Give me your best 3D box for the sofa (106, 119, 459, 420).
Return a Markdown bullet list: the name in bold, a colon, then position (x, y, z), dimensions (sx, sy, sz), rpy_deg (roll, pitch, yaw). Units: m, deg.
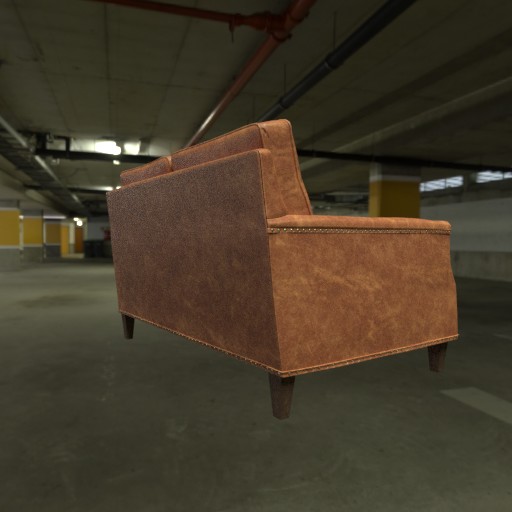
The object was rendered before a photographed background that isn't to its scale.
- **sofa**: position (0.000, 0.000, 2.261), dimensions (1.084, 1.003, 1.597), rpy_deg (-1, 2, -36)
